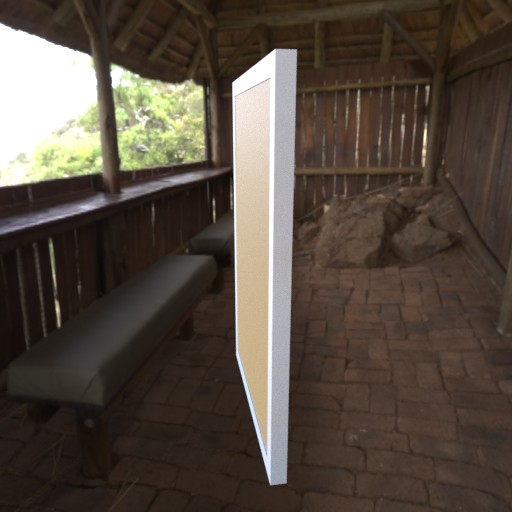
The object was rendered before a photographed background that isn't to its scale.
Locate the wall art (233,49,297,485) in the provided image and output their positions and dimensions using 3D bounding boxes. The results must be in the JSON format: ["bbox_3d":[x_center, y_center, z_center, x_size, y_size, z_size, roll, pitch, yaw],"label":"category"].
[{"bbox_3d":[0.000,0.000,1.178,0.039,0.915,0.612,-3,16,-9],"label":"wall art"}]
